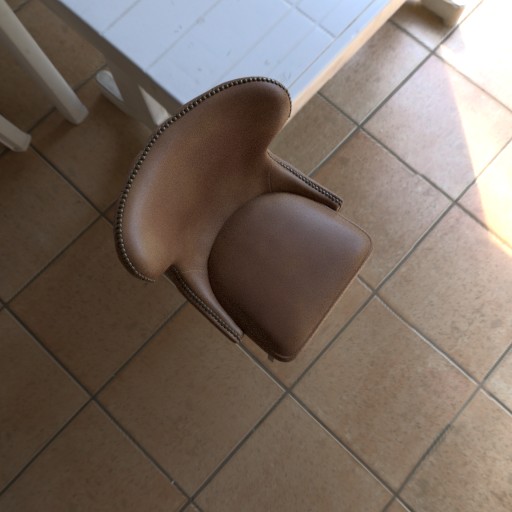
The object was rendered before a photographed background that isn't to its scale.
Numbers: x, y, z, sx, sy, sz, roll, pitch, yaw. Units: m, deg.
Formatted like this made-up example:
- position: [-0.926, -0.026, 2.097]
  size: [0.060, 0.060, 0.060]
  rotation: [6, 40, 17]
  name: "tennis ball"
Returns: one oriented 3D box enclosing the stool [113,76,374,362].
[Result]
- position: [0.000, 0.000, 1.509]
  size: [0.606, 1.087, 0.591]
  rotation: [36, 79, 8]
  name: "stool"
